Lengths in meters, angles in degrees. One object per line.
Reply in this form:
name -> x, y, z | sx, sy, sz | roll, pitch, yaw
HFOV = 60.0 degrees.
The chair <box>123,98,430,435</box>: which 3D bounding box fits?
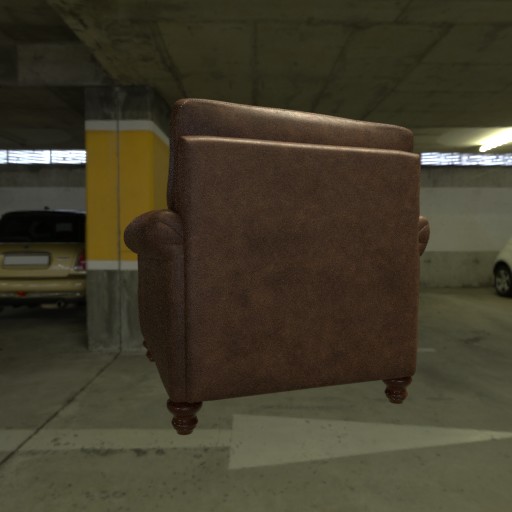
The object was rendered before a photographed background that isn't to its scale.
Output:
chair -> 0.000, 0.000, 1.760 | 0.996, 0.976, 1.002 | -1, 2, -19
